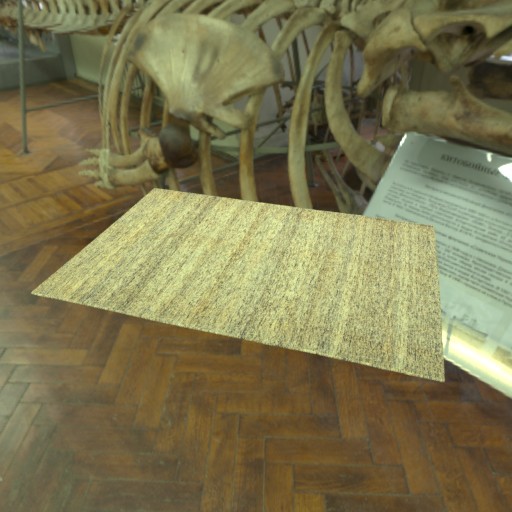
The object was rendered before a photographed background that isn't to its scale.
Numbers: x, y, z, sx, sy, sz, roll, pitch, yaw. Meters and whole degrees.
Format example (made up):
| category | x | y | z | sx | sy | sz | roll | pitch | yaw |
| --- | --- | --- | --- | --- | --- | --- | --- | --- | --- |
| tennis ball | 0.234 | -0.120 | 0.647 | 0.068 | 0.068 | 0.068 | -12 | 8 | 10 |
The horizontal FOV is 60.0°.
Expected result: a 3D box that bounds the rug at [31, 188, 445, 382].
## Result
| category | x | y | z | sx | sy | sz | roll | pitch | yaw |
| --- | --- | --- | --- | --- | --- | --- | --- | --- | --- |
| rug | 0.000 | 0.000 | 2.362 | 1.846 | 0.014 | 1.243 | 9 | 34 | 14 |
